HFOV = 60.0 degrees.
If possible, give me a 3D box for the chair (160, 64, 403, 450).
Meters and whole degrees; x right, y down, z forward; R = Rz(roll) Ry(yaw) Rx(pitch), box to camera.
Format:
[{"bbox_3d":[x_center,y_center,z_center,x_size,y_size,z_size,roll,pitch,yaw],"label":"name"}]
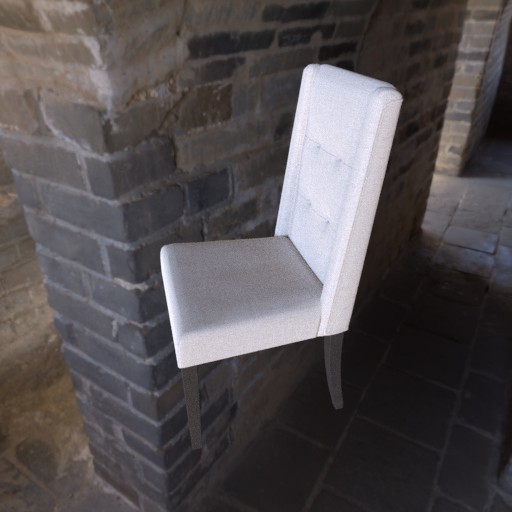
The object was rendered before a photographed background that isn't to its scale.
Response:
[{"bbox_3d":[0.000,0.000,1.265,0.523,0.961,0.474,-8,31,-13],"label":"chair"}]
